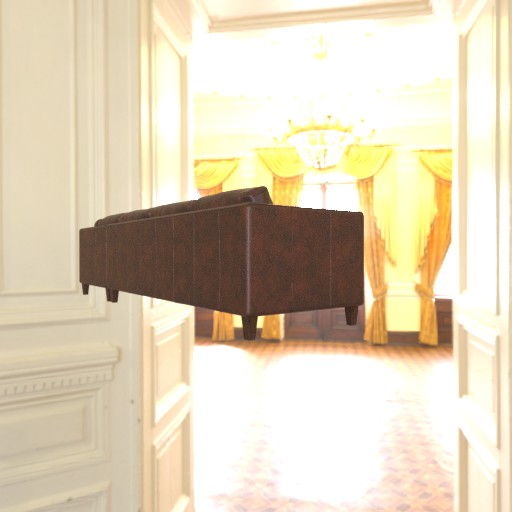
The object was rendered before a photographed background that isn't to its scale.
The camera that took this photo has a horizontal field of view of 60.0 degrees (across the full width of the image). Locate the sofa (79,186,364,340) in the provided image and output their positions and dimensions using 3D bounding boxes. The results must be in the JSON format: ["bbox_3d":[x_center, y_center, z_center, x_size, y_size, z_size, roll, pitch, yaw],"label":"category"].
[{"bbox_3d":[0.000,0.000,4.210,2.438,0.836,3.152,0,1,-36],"label":"sofa"}]
